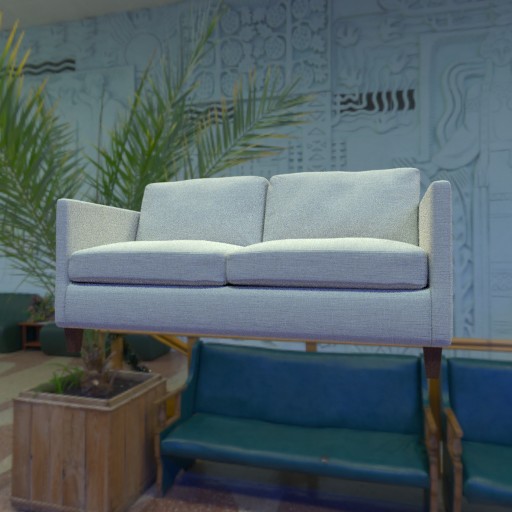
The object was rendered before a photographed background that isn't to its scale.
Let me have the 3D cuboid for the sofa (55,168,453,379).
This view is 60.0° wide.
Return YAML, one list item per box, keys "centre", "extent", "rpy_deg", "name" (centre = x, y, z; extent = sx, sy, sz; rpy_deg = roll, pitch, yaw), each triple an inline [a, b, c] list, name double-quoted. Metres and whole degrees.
- centre: [0.000, 0.000, 2.372]
  extent: [1.838, 0.963, 0.950]
  rpy_deg: [0, -1, 17]
  name: "sofa"
